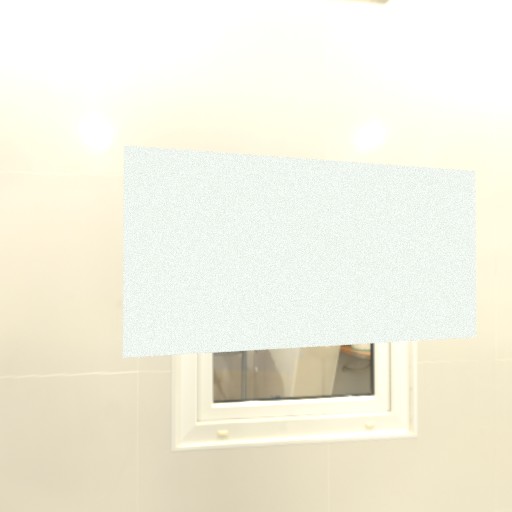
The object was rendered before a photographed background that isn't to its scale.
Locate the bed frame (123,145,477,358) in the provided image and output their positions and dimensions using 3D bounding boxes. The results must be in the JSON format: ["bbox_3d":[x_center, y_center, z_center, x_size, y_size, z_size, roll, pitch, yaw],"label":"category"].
[{"bbox_3d":[0.000,0.000,2.836,1.622,0.800,1.960,0,-1,-17],"label":"bed frame"}]
